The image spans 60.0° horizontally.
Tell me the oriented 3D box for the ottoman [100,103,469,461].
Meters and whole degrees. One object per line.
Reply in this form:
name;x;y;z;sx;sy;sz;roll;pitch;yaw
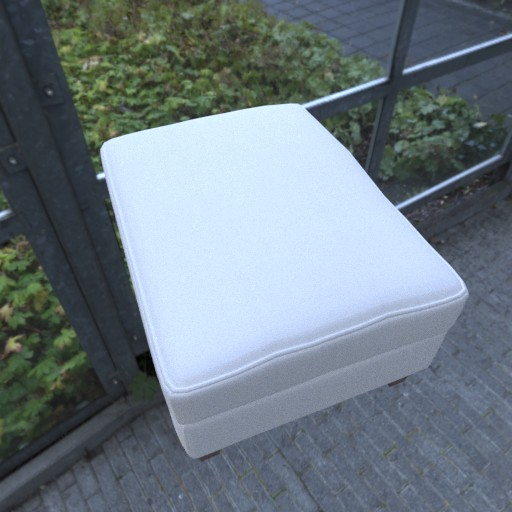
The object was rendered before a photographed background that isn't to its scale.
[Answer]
ottoman;0.000;0.000;1.175;0.634;0.479;0.818;-16;49;-14
